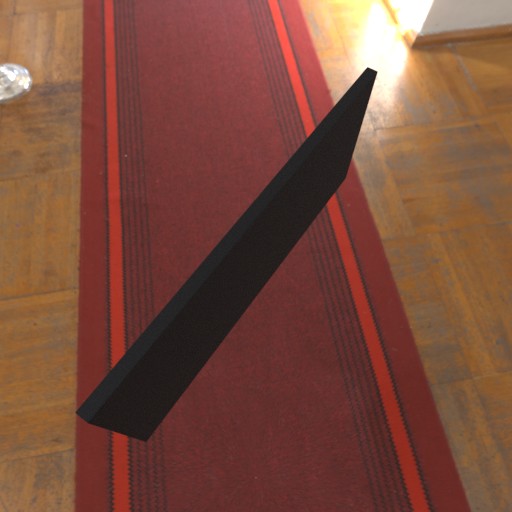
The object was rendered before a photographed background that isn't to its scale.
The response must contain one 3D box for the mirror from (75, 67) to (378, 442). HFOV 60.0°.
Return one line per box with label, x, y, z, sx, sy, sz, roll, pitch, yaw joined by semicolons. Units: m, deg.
mirror;0.000;0.000;1.757;0.047;0.692;1.584;32;68;15
